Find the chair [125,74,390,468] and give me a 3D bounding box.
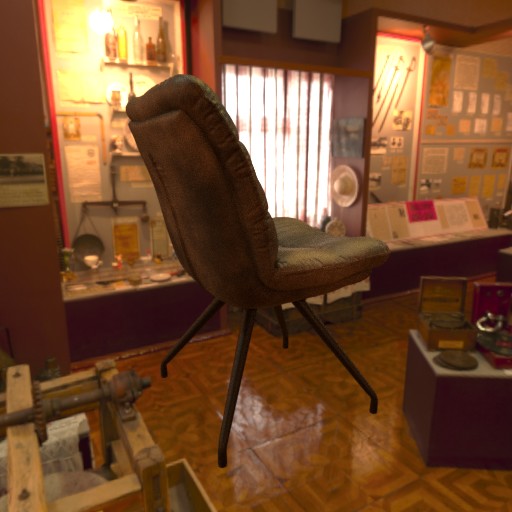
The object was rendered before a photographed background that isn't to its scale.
[{"bbox_3d":[0.000,0.000,1.253,0.622,0.870,0.549,-7,15,-27],"label":"chair"}]
